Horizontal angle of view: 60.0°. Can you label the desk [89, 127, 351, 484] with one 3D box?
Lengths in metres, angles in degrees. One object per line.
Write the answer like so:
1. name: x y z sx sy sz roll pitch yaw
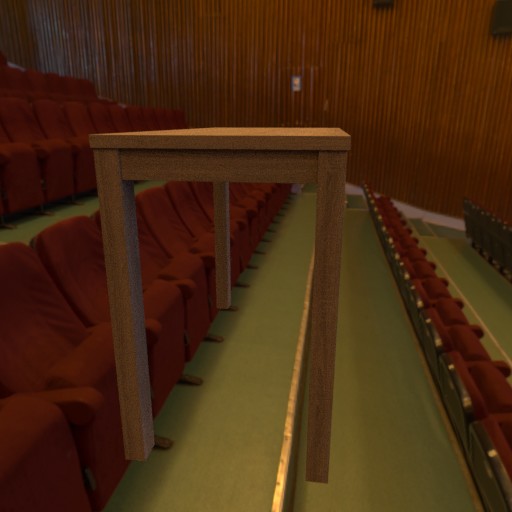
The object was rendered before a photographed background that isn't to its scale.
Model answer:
1. desk: 0.000 0.000 1.395 0.495 0.762 0.991 3 17 9
